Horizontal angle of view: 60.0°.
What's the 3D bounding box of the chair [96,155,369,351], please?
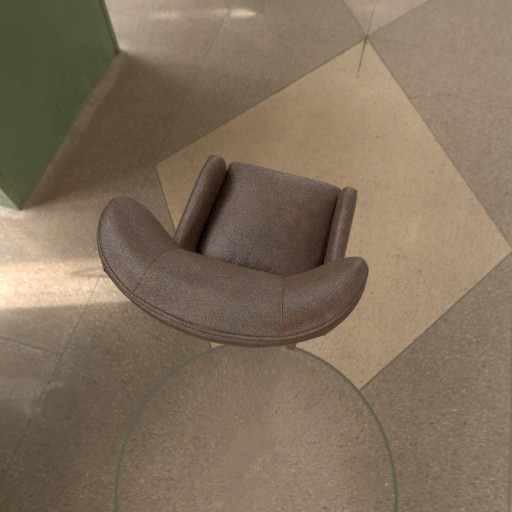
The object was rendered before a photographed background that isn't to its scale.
[{"bbox_3d":[0.000,0.000,1.640,0.692,1.048,0.914,15,64,7],"label":"chair"}]
